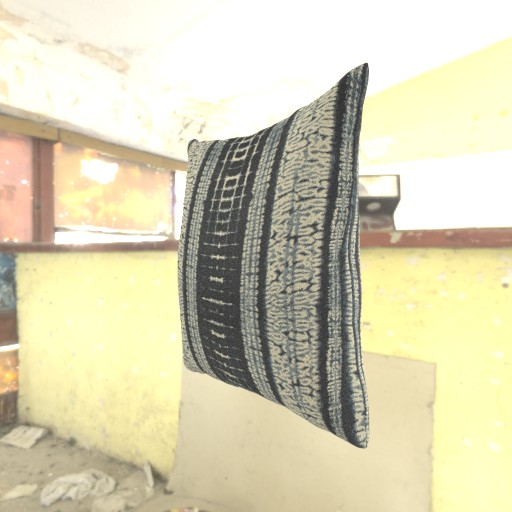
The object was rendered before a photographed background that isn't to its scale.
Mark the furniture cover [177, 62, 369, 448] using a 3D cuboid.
[{"bbox_3d":[0.000,0.000,0.665,0.133,0.435,0.425,0,0,-36],"label":"furniture cover"}]
